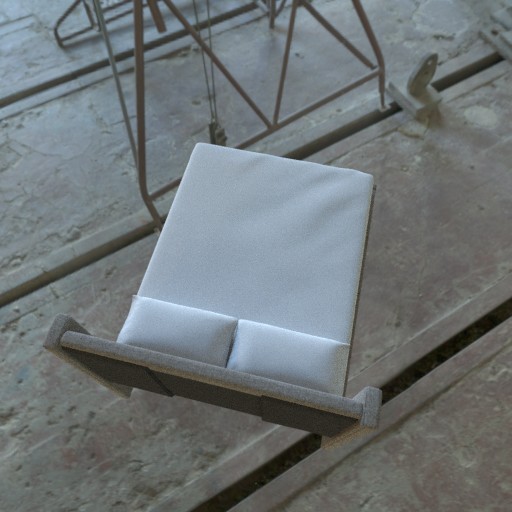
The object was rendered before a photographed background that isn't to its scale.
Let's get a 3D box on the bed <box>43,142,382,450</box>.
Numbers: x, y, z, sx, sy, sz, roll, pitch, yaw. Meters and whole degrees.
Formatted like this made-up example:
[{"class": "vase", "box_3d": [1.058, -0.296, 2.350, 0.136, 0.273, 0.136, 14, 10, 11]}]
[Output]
[{"class": "bed", "box_3d": [0.000, 0.000, 3.300, 1.714, 1.481, 2.245, 12, 63, 6]}]
